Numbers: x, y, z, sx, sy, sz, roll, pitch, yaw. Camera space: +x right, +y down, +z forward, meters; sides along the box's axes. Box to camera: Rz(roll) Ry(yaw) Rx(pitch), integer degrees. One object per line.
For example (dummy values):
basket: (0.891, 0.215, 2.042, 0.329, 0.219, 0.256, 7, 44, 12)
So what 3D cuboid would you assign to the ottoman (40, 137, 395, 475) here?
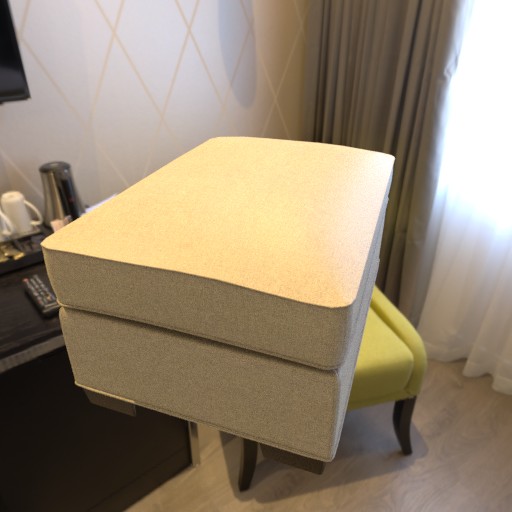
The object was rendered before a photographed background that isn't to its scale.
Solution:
ottoman: (0.000, 0.000, 1.201, 0.619, 0.504, 0.843, 10, 31, 17)
